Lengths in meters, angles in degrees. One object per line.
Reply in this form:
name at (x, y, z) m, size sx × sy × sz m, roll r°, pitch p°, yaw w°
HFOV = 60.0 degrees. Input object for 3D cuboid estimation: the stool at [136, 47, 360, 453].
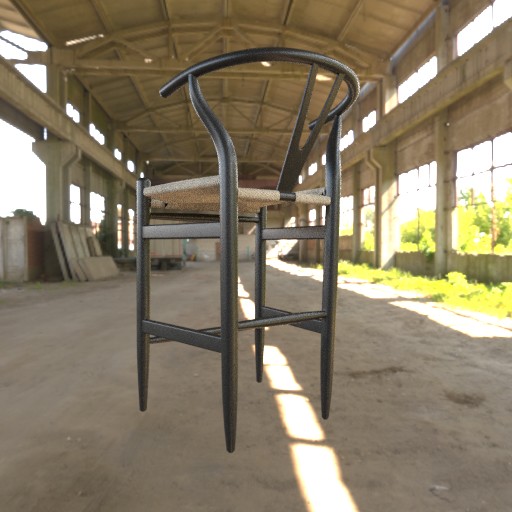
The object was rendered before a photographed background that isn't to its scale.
stool at (0.000, 0.000, 1.295) m, size 0.569 × 0.970 × 0.579 m, roll -1°, pitch 2°, yaw -38°
